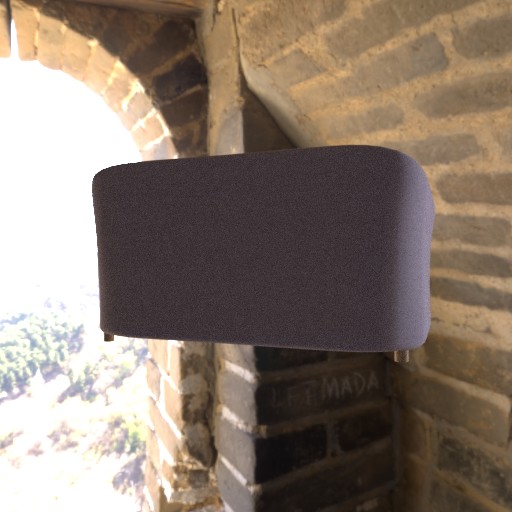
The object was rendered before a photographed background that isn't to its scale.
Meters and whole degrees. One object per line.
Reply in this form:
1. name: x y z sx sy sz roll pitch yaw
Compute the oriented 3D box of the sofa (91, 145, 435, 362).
1. sofa: 0.000 0.000 1.883 1.452 0.721 0.705 0 -1 19
